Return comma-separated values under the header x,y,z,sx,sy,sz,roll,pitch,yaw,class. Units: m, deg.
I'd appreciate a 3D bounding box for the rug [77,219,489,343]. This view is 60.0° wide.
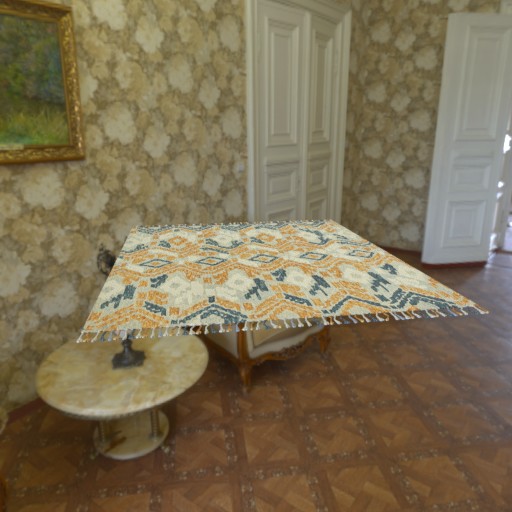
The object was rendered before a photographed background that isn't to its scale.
x,y,z,sx,sy,sz,roll,pitch,yaw,class
0.000,0.000,3.989,2.439,0.010,3.048,-3,16,-9,rug
